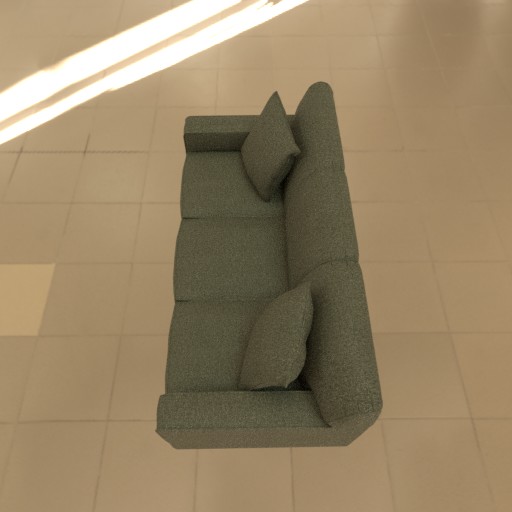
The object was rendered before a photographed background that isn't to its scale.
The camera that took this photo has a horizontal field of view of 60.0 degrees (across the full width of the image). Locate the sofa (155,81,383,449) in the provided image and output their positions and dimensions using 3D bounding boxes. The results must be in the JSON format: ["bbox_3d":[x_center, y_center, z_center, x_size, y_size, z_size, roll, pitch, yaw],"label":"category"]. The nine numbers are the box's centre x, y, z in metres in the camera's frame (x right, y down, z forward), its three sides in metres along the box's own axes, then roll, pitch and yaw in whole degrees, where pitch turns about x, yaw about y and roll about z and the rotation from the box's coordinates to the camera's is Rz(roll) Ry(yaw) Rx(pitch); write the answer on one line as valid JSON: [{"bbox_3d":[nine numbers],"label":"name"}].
[{"bbox_3d":[0.000,0.000,2.602,0.997,0.958,2.024,-1,59,-1],"label":"sofa"}]
